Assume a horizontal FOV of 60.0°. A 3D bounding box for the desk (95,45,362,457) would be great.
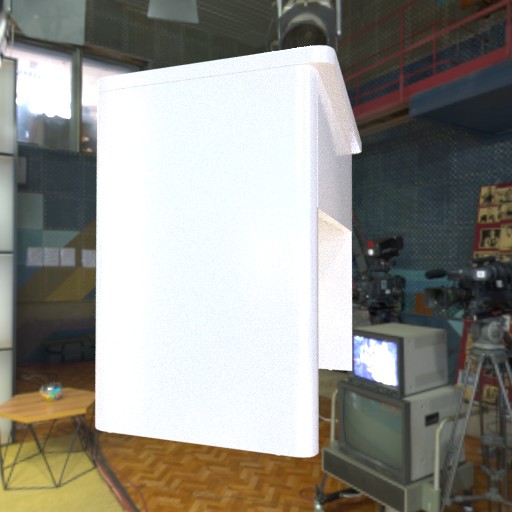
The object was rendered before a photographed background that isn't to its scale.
[{"bbox_3d":[0.000,0.000,1.285,0.549,0.800,0.762,0,-1,18],"label":"desk"}]
